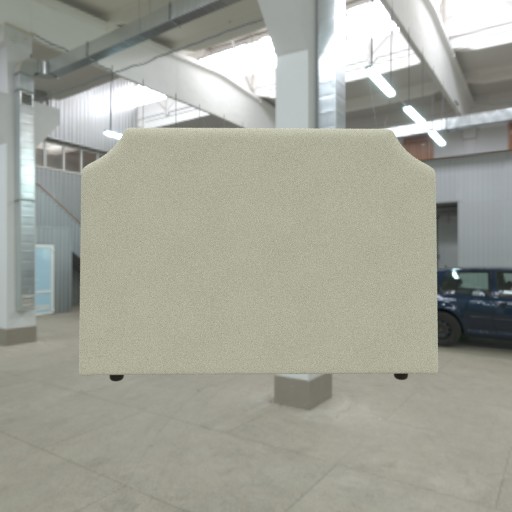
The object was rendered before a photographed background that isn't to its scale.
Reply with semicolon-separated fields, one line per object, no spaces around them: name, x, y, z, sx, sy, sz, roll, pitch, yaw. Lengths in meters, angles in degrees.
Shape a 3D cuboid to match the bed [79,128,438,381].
bed;0.000;0.000;3.330;1.827;1.296;2.209;0;0;-1
